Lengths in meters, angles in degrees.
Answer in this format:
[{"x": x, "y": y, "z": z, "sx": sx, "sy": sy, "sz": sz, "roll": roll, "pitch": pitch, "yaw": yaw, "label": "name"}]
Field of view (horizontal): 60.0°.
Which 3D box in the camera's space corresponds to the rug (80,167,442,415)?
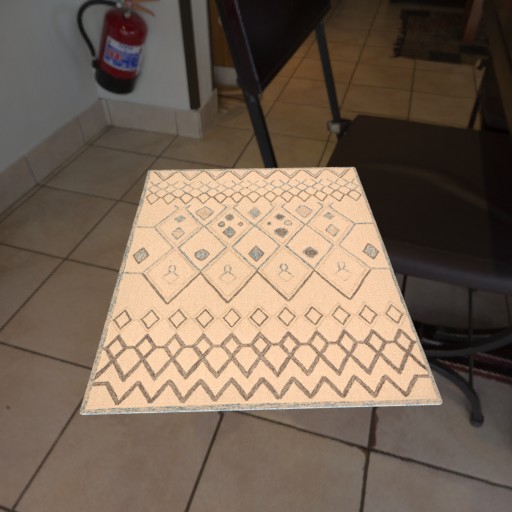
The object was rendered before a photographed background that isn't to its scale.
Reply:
[{"x": 0.000, "y": 0.000, "z": 4.098, "sx": 2.441, "sy": 0.013, "sz": 3.056, "roll": -1, "pitch": 42, "yaw": -1, "label": "rug"}]
